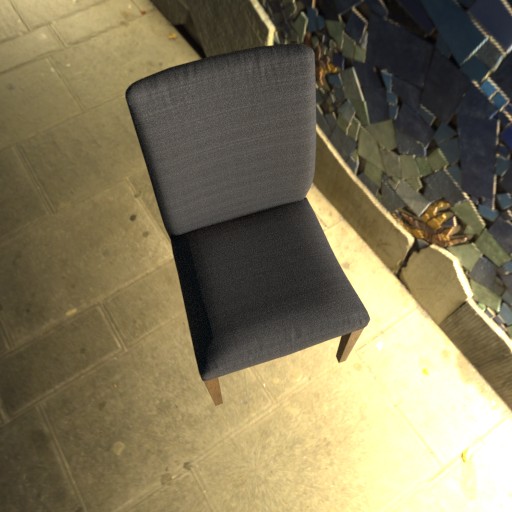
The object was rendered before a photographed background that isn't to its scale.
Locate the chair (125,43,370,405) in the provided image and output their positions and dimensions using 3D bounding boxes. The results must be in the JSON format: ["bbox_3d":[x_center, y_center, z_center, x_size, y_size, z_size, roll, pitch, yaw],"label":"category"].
[{"bbox_3d":[0.000,0.000,1.282,0.496,0.940,0.585,-17,65,-8],"label":"chair"}]
